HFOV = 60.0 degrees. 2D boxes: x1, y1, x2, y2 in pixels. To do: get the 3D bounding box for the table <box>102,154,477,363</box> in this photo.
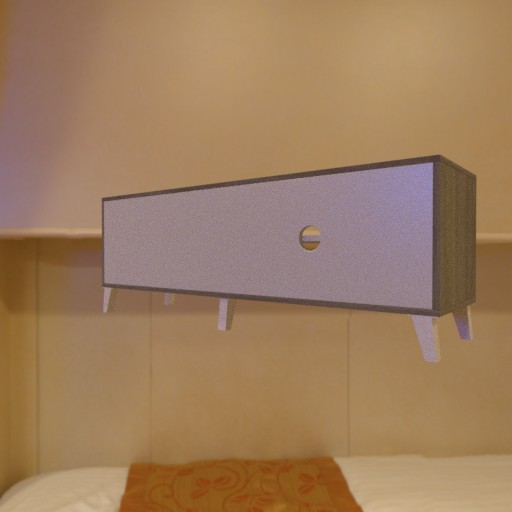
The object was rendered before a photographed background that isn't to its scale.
[{"bbox_3d":[0.000,0.000,1.743,1.500,0.530,0.400,1,1,38],"label":"table"}]
